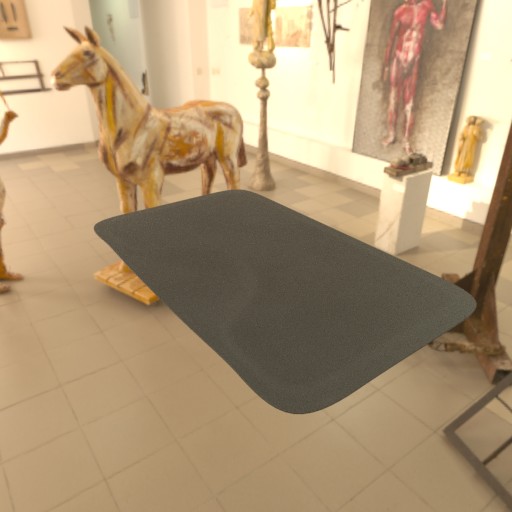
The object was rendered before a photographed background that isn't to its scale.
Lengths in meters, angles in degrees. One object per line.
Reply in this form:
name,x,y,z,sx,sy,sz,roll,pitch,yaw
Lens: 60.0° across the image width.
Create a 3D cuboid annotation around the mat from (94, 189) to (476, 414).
mat,0.000,0.000,1.832,0.918,0.013,1.524,-19,33,-32
